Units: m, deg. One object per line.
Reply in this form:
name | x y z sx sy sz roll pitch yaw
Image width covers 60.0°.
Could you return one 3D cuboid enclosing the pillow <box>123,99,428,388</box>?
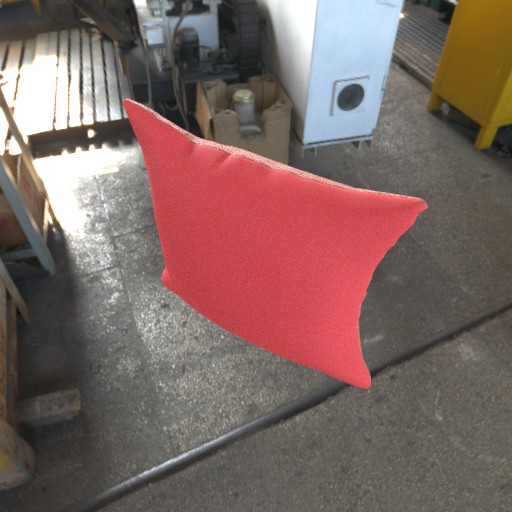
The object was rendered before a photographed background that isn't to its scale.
pillow | 0.000 0.000 0.854 0.559 0.501 0.229 24 51 21
